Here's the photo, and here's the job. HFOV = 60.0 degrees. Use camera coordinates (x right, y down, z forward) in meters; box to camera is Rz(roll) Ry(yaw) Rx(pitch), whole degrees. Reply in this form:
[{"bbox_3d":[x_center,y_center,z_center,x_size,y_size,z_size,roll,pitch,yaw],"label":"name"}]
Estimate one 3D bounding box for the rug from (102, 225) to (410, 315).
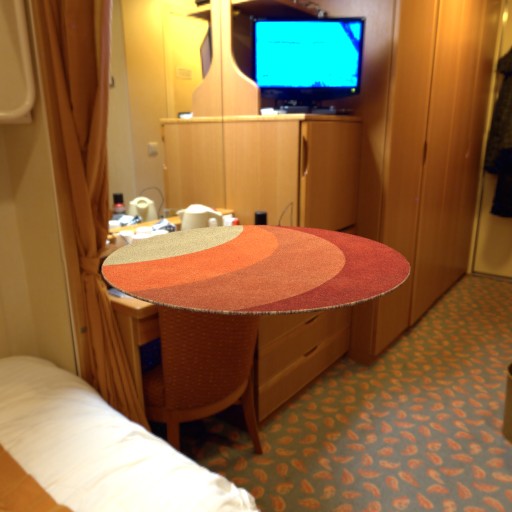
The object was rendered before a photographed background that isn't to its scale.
[{"bbox_3d":[0.000,0.000,2.292,1.514,0.015,1.514,0,16,0],"label":"rug"}]
